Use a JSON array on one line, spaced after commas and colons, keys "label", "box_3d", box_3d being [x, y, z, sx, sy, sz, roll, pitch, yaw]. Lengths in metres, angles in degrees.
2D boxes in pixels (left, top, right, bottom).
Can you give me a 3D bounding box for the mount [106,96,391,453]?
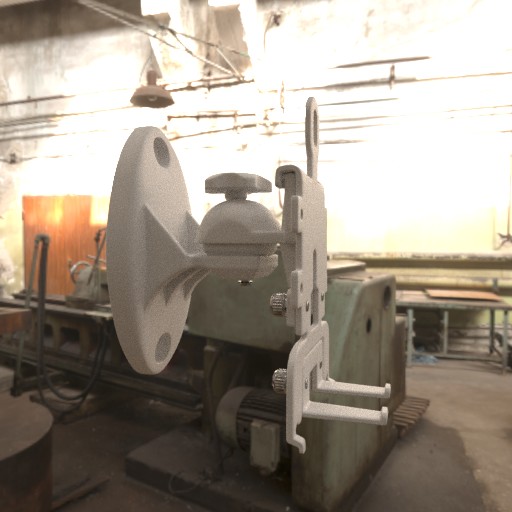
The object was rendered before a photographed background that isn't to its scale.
[{"label": "mount", "box_3d": [0.000, 0.000, 0.172, 0.100, 0.118, 0.066, 1, 2, 19]}]
